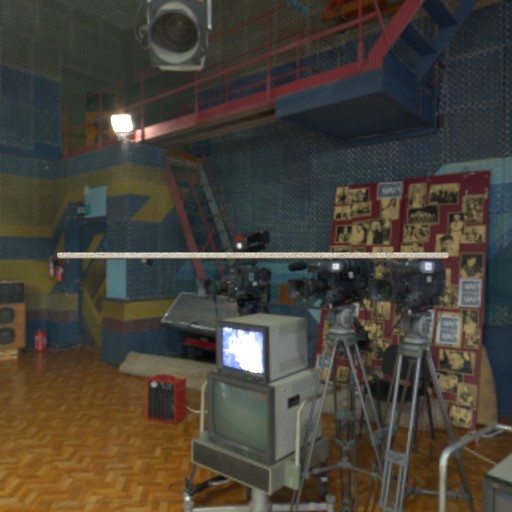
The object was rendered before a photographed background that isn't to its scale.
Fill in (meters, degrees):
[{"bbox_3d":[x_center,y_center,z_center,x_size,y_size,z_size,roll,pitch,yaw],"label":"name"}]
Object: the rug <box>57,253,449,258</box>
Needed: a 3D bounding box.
[{"bbox_3d":[0.000,0.000,3.384,1.800,0.025,2.699,0,0,1],"label":"rug"}]
